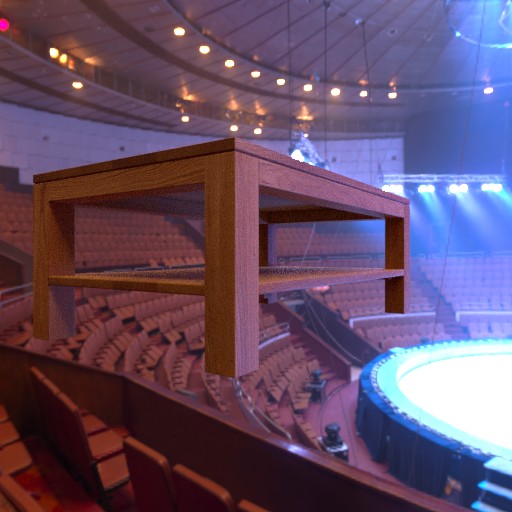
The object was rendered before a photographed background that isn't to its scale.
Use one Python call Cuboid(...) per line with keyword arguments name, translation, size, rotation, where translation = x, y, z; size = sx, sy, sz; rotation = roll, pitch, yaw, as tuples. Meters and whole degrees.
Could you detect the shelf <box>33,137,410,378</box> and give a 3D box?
Cuboid(name="shelf", translation=(0.000, 0.000, 1.496), size=(0.700, 0.450, 1.150), rotation=(0, 0, 35))
